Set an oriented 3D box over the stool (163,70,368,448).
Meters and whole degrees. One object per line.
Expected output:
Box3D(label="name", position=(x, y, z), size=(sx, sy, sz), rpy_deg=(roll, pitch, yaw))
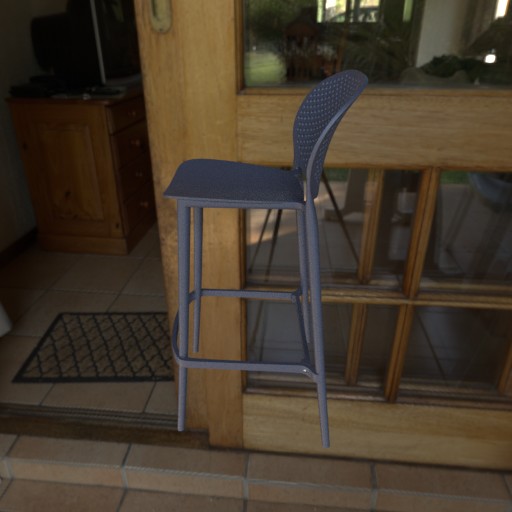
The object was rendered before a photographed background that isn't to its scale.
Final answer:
Box3D(label="stool", position=(0.000, 0.000, 1.354), size=(0.535, 1.045, 0.536), rpy_deg=(0, 27, 0))
